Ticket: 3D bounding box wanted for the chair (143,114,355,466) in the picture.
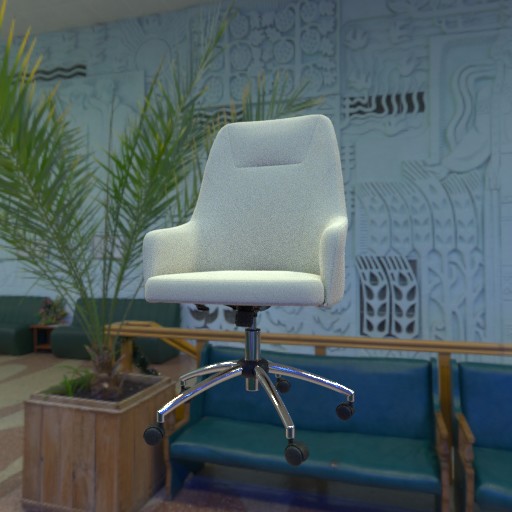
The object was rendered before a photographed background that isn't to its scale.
[{"bbox_3d":[0.000,0.000,1.457,0.620,1.049,0.640,0,-1,18],"label":"chair"}]
